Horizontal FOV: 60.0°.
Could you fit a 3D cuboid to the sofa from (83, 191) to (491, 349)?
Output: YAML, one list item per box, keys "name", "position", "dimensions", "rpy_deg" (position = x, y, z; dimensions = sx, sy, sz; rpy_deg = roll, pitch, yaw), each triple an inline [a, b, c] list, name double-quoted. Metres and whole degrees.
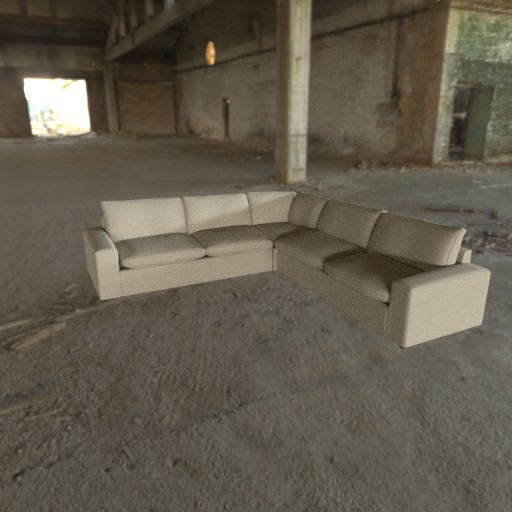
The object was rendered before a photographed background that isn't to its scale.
- name: "sofa"
  position: [0.000, 0.000, 4.667]
  dimensions: [3.066, 0.918, 3.206]
  rpy_deg: [-9, 20, -25]
